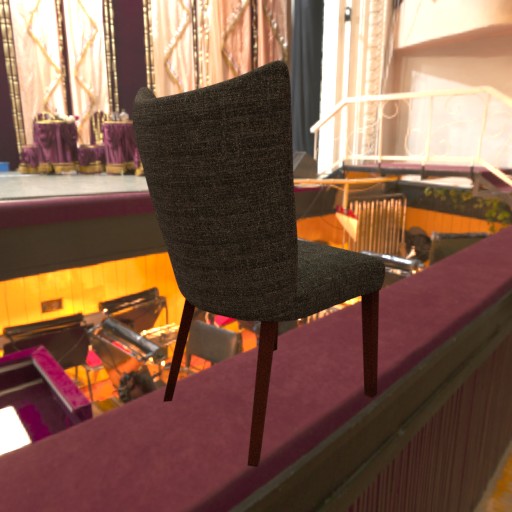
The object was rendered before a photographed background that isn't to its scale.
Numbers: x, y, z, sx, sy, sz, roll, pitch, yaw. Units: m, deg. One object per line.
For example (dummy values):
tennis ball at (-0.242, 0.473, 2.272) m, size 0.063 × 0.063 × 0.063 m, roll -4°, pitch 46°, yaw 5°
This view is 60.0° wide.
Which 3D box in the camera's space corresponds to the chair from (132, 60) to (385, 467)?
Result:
chair at (0.000, 0.000, 1.257) m, size 0.623 × 0.924 × 0.535 m, roll -13°, pitch 19°, yaw -42°
